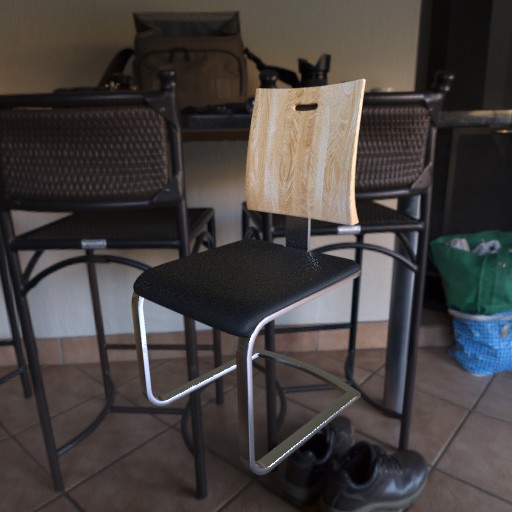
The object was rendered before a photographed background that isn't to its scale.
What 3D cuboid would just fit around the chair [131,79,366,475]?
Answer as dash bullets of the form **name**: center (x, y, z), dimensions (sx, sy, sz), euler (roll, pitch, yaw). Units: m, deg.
- **chair**: center (0.000, 0.000, 1.245), dimensions (0.462, 0.936, 0.560), euler (14, 21, 41)
